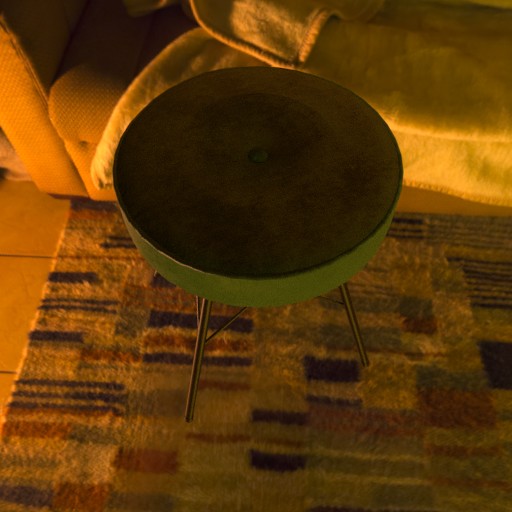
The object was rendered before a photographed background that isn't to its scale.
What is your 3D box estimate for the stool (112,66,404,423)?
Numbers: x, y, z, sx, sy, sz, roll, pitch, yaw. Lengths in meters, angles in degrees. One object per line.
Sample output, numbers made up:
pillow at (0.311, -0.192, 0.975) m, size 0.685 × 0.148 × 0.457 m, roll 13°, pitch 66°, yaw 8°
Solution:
stool at (0.000, 0.000, 0.891) m, size 0.457 × 0.595 × 0.430 m, roll -15°, pitch 59°, yaw -9°
